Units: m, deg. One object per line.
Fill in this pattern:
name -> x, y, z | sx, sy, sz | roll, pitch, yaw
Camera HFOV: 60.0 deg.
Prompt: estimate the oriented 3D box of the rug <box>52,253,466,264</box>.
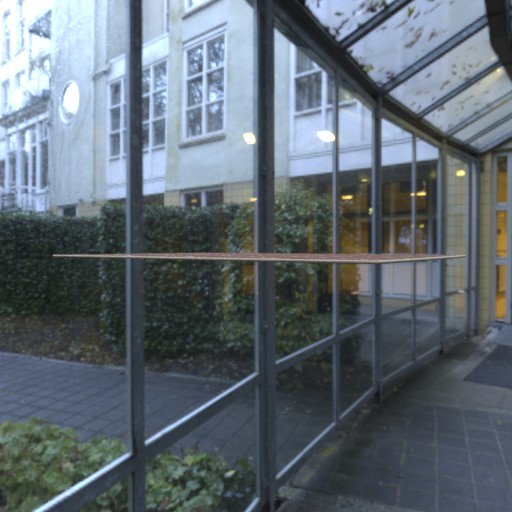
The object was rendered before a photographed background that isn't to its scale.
rug -> 0.000, 0.000, 2.928 | 2.294, 0.014, 1.528 | 1, 1, 36
